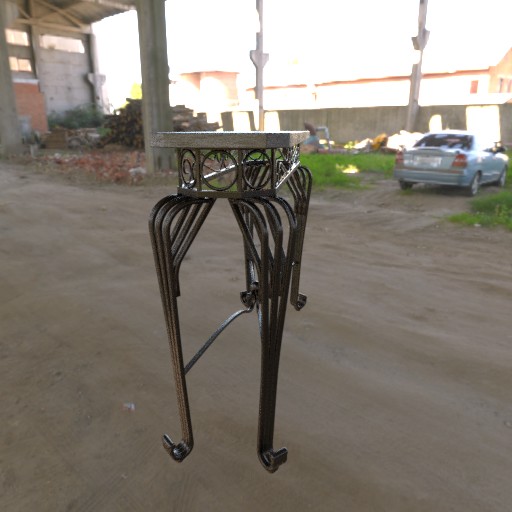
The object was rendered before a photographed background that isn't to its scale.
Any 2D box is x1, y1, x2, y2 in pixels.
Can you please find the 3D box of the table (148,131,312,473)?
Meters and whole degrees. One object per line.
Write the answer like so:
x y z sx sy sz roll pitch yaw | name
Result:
0.000 0.000 1.482 0.329 0.800 1.112 2 16 9 | table
